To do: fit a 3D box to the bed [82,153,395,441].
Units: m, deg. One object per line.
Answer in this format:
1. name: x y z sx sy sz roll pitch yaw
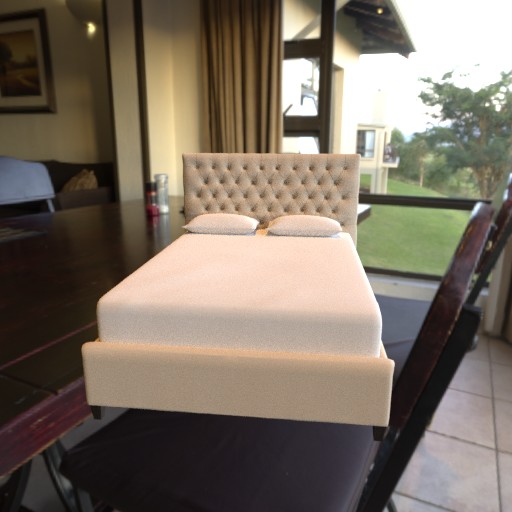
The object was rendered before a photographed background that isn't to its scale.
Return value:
1. bed: 0.000 0.000 3.319 1.696 1.426 2.233 2 15 7
